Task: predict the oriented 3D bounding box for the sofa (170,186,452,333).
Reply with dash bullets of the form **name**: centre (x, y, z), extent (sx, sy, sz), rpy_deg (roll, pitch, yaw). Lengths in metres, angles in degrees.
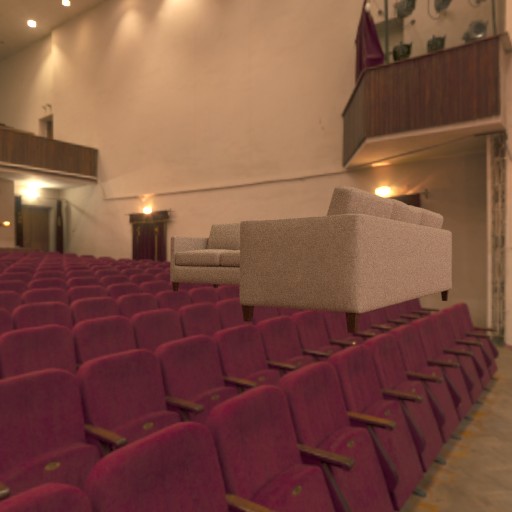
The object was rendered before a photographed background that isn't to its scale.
- **sofa**: centre (0.000, 0.000, 4.616), extent (3.333, 0.934, 2.522), rpy_deg (0, 0, 36)
